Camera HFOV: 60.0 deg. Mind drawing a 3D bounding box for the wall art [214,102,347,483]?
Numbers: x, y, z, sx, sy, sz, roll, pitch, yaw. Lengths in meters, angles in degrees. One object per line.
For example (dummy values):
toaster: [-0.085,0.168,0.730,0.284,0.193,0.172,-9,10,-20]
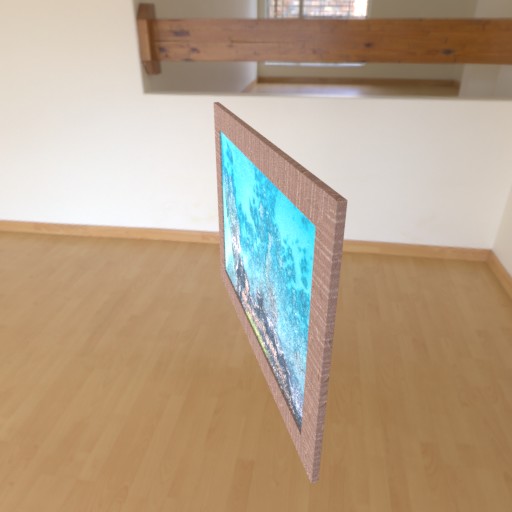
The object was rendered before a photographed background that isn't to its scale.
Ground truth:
wall art: [0.000,0.000,1.389,0.020,0.761,1.056,-8,29,-14]
